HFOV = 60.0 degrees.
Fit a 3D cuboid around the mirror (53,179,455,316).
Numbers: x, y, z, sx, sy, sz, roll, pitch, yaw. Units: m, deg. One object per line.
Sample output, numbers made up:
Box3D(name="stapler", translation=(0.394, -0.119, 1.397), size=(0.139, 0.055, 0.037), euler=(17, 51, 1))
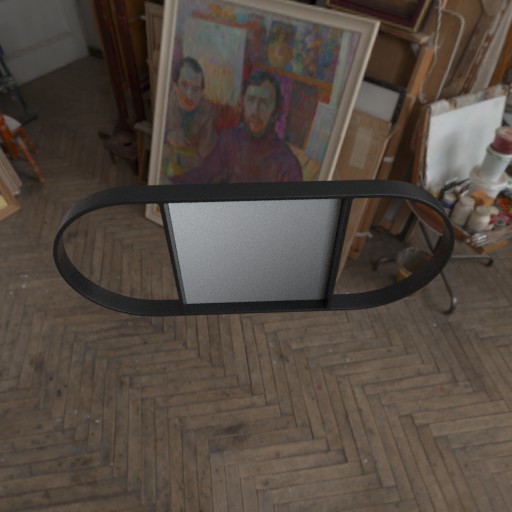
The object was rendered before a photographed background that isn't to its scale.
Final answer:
Box3D(name="mirror", translation=(0.000, 0.000, 0.668), size=(0.584, 0.254, 0.032), euler=(-2, 47, -2))
